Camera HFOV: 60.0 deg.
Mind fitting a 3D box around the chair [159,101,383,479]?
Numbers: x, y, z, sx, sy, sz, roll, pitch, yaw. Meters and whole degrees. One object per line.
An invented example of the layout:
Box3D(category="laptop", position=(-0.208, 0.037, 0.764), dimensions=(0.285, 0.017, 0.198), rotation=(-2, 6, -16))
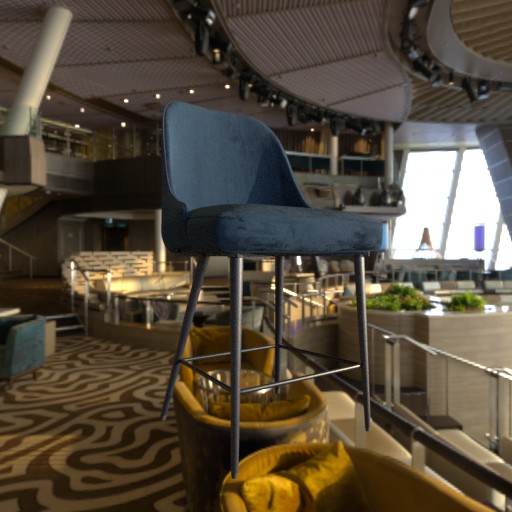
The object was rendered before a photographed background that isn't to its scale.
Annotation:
Box3D(category="chair", position=(0.000, 0.000, 1.219), dimensions=(0.526, 0.927, 0.489), rotation=(0, 1, -36))
